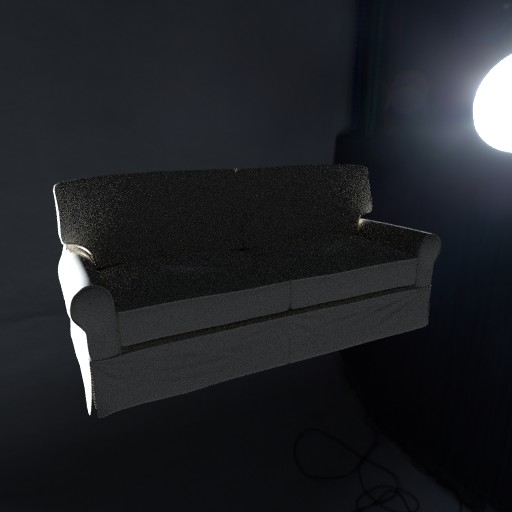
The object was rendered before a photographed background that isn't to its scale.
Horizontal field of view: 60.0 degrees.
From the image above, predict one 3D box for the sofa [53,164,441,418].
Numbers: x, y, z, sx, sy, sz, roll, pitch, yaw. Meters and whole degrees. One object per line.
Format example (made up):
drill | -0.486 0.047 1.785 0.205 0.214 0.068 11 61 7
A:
sofa | 0.000 0.000 2.489 2.021 0.937 0.862 -8 19 -26
